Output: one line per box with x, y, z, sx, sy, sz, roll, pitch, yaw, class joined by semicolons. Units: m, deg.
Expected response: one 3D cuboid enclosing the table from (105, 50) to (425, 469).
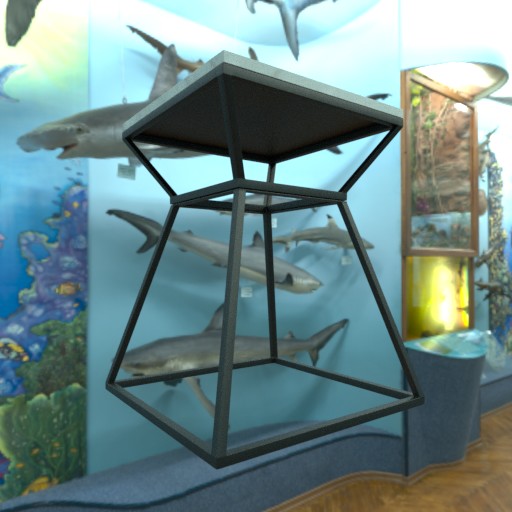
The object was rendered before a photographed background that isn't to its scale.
0.000;0.000;0.887;0.455;0.559;0.455;1;-1;-36;table
